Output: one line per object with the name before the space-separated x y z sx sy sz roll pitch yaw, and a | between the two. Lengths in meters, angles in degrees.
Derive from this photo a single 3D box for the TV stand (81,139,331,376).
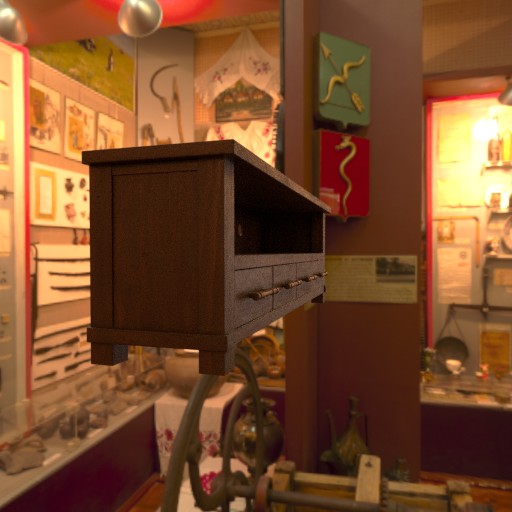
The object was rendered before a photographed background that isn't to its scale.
TV stand | 0.000 0.000 2.082 0.471 0.615 1.866 0 1 17
